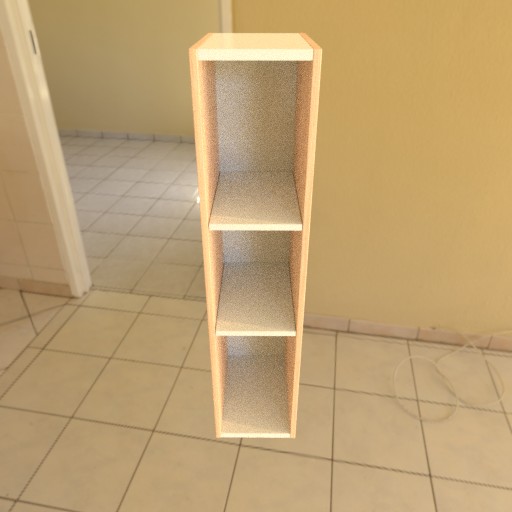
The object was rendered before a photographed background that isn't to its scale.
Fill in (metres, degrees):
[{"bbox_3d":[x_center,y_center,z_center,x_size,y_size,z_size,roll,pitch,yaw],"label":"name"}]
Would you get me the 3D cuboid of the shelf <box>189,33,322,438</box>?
[{"bbox_3d":[0.000,0.000,1.001,0.197,0.882,0.290,0,31,0],"label":"shelf"}]
